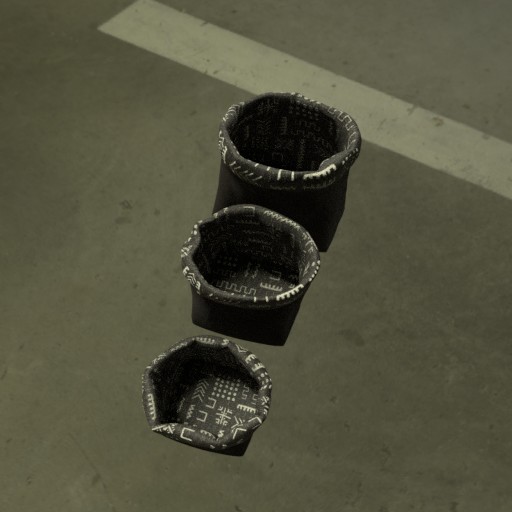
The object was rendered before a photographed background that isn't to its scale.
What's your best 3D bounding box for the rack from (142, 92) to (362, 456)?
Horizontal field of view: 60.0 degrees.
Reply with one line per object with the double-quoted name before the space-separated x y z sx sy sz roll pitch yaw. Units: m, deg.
"rack" 0.000 0.000 1.091 0.379 0.323 0.905 13 59 8
